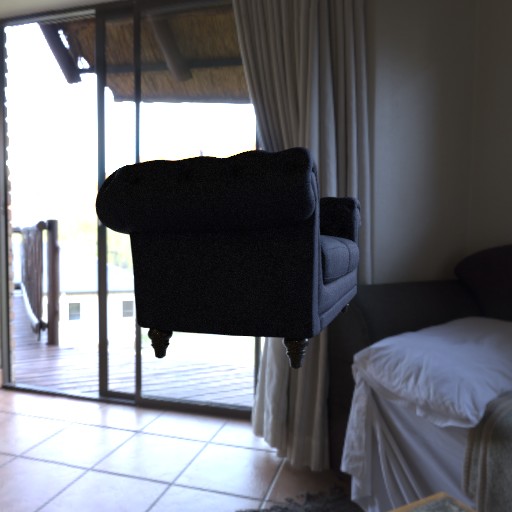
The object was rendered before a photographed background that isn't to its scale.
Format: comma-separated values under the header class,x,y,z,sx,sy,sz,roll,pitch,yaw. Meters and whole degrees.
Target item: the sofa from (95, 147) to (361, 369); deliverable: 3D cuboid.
class,x,y,z,sx,sy,sz,roll,pitch,yaw
sofa,0.000,0.000,2.552,1.082,0.833,1.988,0,1,18
